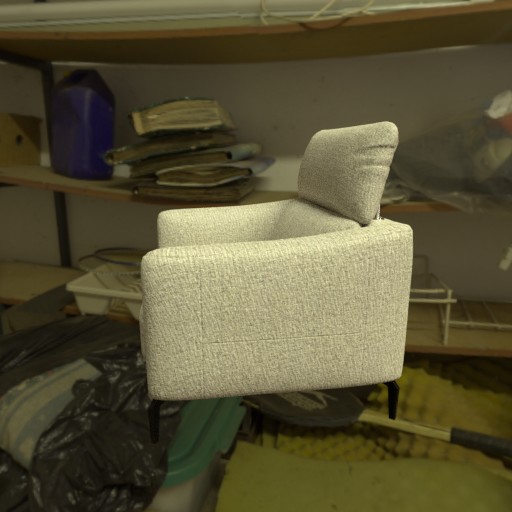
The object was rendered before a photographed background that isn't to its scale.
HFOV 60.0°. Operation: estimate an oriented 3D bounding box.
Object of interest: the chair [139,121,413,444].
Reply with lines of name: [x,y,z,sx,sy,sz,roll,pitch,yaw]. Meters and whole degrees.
chair: [0.000,0.000,1.711,0.835,0.967,0.972,-2,14,-9]
